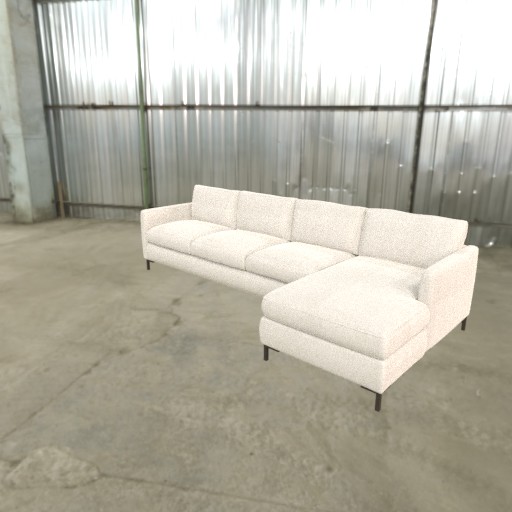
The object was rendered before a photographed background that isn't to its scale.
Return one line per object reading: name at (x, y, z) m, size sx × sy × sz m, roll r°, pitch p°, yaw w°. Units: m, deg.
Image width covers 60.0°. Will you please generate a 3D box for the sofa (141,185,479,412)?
sofa at (0.000, 0.000, 2.925) m, size 2.445 × 0.677 × 1.126 m, roll 14°, pitch 21°, yaw 41°
